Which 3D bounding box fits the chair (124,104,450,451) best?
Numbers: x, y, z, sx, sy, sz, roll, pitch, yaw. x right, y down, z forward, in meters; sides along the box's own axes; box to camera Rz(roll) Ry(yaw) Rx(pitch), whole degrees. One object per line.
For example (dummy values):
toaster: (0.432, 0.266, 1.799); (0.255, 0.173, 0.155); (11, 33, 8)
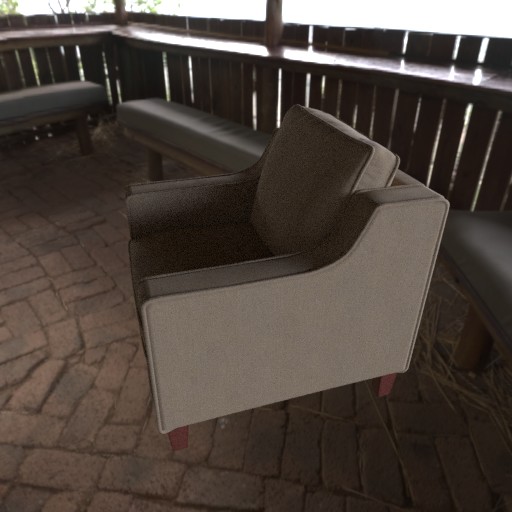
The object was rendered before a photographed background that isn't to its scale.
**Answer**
chair: (0.000, 0.000, 1.655); (0.909, 0.960, 0.831); (-9, 32, -15)
